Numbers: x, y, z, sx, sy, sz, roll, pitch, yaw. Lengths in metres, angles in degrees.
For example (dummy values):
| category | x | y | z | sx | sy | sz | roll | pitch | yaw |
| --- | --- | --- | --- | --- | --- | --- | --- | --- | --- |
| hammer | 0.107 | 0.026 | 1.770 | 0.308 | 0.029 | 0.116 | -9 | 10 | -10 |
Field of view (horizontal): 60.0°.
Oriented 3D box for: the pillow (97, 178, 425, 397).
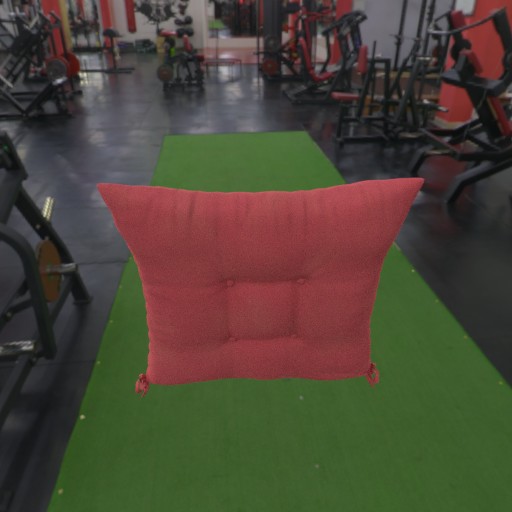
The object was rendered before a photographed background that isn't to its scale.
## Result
| category | x | y | z | sx | sy | sz | roll | pitch | yaw |
| --- | --- | --- | --- | --- | --- | --- | --- | --- | --- |
| pillow | 0.000 | 0.000 | 1.017 | 0.541 | 0.536 | 0.585 | -2 | 29 | -3 |
